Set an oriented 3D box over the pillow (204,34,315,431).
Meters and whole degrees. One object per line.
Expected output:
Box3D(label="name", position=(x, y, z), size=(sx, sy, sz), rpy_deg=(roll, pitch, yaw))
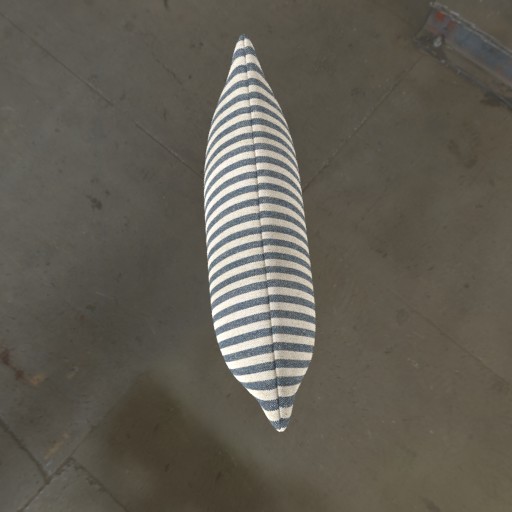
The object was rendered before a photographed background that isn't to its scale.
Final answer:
Box3D(label="pillow", position=(0.000, 0.000, 0.793), size=(0.166, 0.510, 0.523), rpy_deg=(-5, 76, -1))
